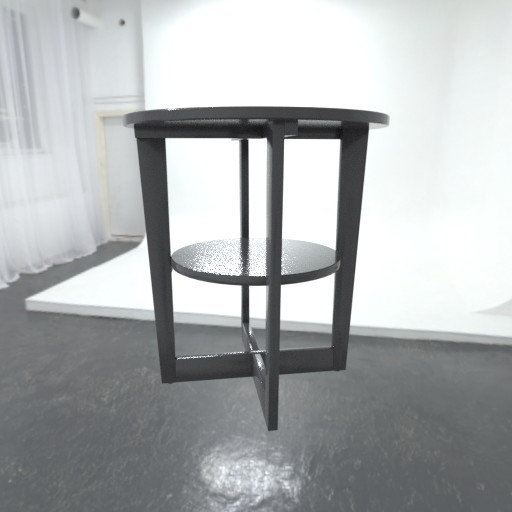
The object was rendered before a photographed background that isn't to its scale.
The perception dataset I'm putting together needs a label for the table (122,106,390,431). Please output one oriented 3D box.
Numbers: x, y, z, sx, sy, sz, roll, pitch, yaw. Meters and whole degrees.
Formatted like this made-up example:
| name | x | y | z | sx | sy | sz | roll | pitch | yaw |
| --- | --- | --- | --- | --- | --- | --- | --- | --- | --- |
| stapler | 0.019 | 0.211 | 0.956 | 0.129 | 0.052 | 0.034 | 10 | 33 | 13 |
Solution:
| name | x | y | z | sx | sy | sz | roll | pitch | yaw |
| --- | --- | --- | --- | --- | --- | --- | --- | --- | --- |
| table | 0.000 | 0.000 | 0.926 | 0.500 | 0.550 | 0.500 | 0 | 13 | 0 |
